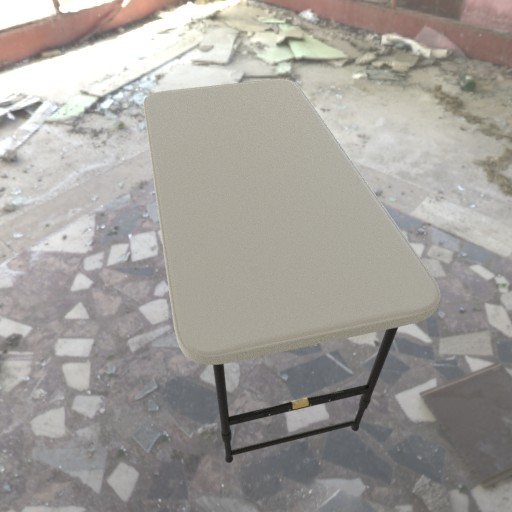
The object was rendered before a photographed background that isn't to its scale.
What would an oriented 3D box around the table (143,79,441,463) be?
[{"bbox_3d":[0.000,0.000,1.605,0.610,0.737,1.219,-10,46,-10],"label":"table"}]
